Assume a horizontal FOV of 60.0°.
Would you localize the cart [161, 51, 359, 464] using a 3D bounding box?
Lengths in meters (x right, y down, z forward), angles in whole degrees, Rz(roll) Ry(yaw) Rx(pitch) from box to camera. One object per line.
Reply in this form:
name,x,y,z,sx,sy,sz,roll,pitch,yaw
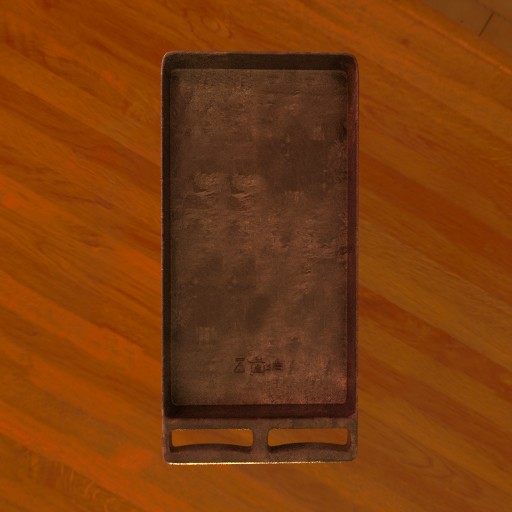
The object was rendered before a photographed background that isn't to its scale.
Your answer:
cart,0.000,0.000,1.350,0.420,0.824,0.877,0,91,-1
